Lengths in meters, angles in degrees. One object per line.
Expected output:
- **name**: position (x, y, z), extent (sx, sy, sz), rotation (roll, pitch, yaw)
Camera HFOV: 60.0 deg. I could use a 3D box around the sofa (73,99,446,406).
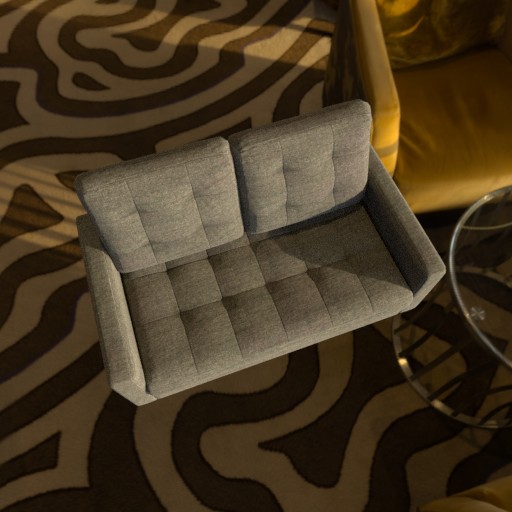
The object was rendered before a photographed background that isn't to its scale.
- **sofa**: position (0.000, 0.000, 1.973), extent (1.407, 0.907, 0.842), rotation (-18, 64, -9)
